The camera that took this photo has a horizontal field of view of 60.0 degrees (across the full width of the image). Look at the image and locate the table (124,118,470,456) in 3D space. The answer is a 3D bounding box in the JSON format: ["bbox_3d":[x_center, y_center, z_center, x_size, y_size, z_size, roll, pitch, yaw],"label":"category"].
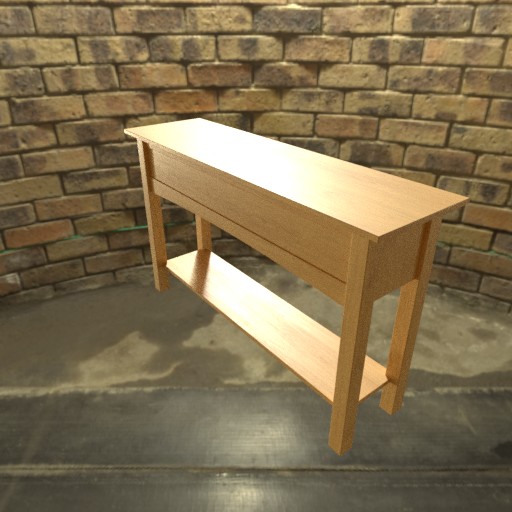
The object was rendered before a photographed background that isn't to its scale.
[{"bbox_3d":[0.000,0.000,1.584,0.350,0.730,1.240,-21,34,-33],"label":"table"}]
